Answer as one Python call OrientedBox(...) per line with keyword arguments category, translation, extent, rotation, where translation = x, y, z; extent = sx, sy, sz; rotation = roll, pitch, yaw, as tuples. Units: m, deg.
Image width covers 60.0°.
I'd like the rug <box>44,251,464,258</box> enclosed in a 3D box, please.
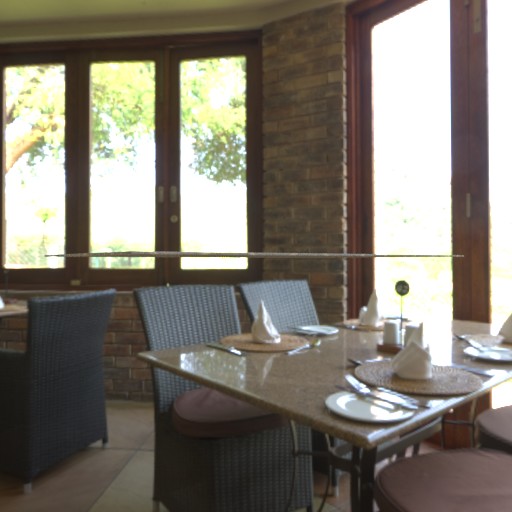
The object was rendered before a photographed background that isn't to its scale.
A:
OrientedBox(category="rug", translation=(0.000, 0.000, 2.670), extent=(2.080, 0.010, 1.451), rotation=(0, -1, -36))
